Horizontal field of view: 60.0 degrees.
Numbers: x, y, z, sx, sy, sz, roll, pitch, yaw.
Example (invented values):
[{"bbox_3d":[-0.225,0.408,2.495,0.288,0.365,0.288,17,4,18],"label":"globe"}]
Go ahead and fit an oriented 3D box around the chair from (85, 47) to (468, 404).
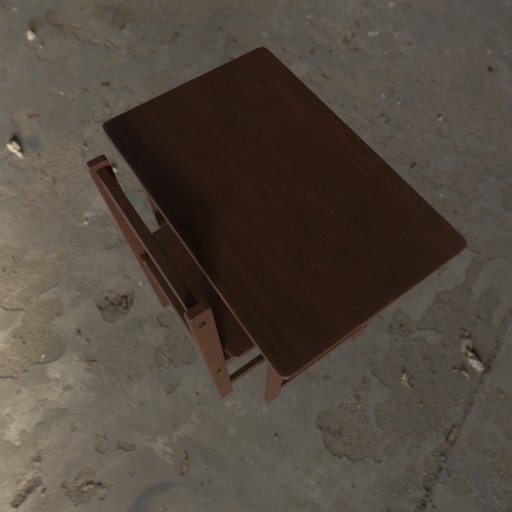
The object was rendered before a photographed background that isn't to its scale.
[{"bbox_3d":[0.000,0.000,1.034,0.463,0.673,0.599,-32,68,-15],"label":"chair"}]
